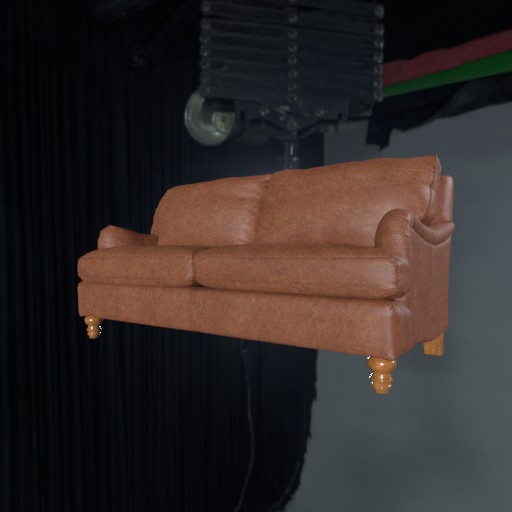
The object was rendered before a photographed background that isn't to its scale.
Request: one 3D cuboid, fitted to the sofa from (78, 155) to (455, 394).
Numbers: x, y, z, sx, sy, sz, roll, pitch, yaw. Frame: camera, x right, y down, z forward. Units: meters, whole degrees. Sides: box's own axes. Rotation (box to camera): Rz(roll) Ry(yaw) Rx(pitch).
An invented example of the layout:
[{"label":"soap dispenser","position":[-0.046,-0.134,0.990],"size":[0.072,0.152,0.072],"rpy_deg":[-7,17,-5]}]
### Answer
[{"label":"sofa","position":[0.000,0.000,2.722],"size":[2.144,1.071,1.147],"rpy_deg":[0,0,36]}]
